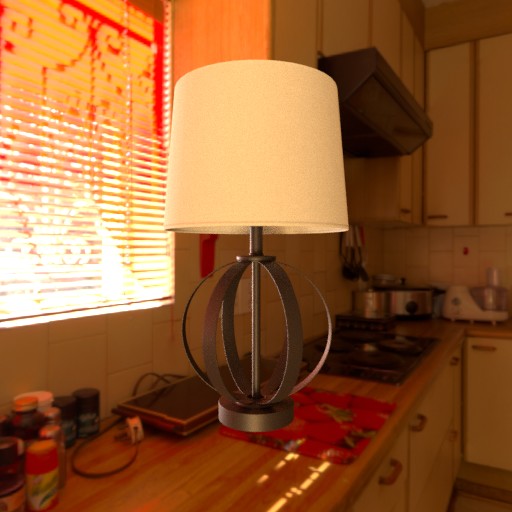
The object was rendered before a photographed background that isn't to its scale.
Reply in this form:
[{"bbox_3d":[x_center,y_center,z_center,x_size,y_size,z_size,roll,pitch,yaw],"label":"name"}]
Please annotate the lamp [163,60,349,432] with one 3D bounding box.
[{"bbox_3d":[0.000,0.000,0.700,0.286,0.510,0.286,0,1,0],"label":"lamp"}]
